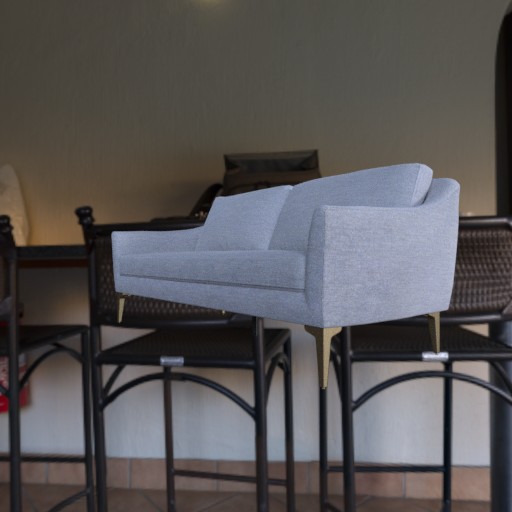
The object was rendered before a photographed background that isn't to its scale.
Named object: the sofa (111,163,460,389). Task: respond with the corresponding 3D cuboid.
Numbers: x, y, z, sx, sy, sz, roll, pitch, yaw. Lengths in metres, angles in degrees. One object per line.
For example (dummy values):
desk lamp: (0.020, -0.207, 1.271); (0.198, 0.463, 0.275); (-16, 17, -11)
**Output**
sofa: (0.000, 0.000, 2.544); (0.980, 0.913, 2.036); (0, 0, -37)
